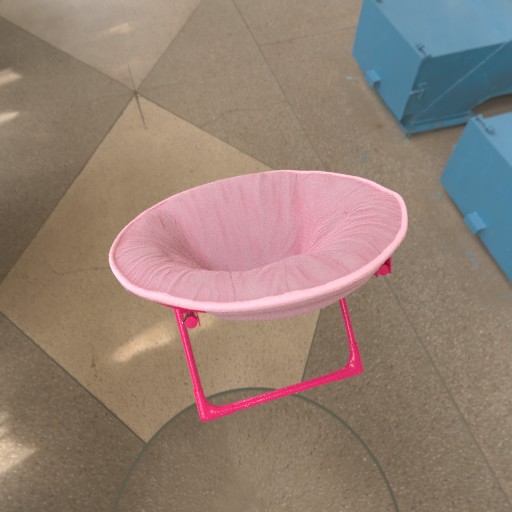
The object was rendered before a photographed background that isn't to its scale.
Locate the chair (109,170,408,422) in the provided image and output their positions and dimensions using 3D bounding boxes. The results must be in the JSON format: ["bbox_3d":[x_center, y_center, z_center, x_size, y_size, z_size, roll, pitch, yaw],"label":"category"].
[{"bbox_3d":[0.000,0.000,0.890,0.522,0.494,0.459,-14,59,-9],"label":"chair"}]
